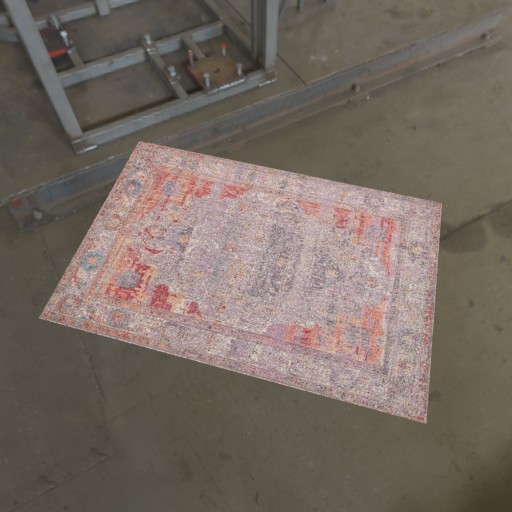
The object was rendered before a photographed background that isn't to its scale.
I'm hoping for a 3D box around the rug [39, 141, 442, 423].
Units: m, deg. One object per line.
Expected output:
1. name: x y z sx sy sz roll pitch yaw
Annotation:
1. rug: 0.000 0.000 2.307 1.829 0.005 1.219 13 60 8
